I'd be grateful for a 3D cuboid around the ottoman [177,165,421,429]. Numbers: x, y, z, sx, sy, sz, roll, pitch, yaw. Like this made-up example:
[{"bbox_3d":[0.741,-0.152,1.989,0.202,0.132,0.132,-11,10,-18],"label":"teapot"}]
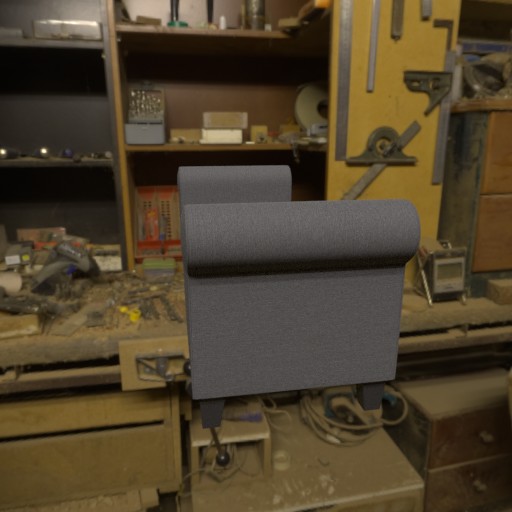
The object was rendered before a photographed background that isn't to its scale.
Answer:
[{"bbox_3d":[0.000,0.000,1.563,0.521,0.547,1.256,-3,16,-10],"label":"ottoman"}]
